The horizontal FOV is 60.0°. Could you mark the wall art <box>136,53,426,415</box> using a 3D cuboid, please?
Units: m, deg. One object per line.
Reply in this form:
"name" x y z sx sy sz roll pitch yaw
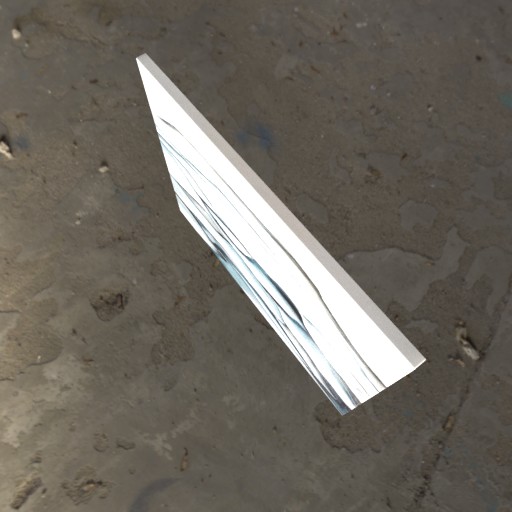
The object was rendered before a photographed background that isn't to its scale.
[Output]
"wall art" 0.000 0.000 1.605 0.039 0.915 1.219 -34 69 -15
